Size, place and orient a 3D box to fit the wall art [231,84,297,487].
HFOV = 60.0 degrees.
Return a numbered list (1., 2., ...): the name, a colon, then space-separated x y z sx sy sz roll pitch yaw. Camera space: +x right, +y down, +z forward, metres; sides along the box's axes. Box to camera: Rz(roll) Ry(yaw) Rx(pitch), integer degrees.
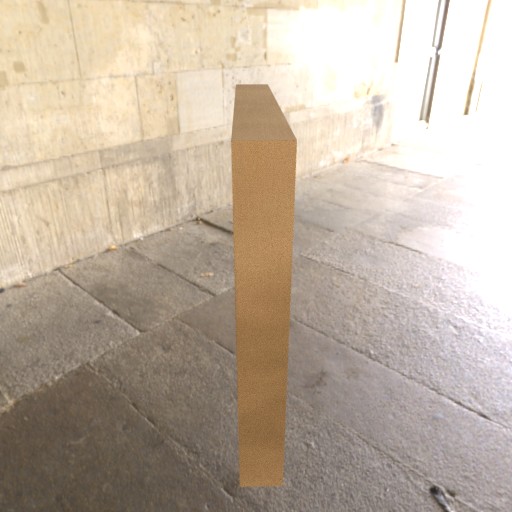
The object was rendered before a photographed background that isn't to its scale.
1. wall art: 0.000 0.000 0.460 0.038 0.303 0.305 -1 27 -2
